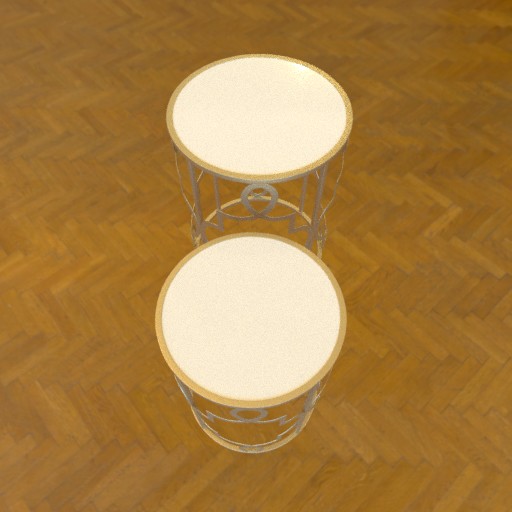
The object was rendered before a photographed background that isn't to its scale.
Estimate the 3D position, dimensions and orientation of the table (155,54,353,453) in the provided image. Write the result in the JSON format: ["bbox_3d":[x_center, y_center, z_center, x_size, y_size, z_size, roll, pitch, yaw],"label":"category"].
[{"bbox_3d":[0.000,0.000,1.128,0.420,0.564,0.846,2,58,1],"label":"table"}]
